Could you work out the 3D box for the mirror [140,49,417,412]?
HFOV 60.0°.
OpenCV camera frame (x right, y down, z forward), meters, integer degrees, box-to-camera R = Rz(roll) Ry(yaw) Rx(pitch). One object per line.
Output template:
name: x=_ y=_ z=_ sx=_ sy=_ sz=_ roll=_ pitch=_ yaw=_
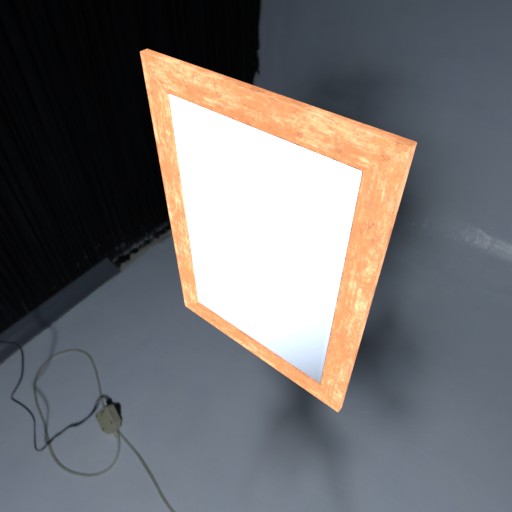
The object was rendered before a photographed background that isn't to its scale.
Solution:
mirror: x=0.000 y=0.000 z=1.425 sx=0.796 sy=1.099 sz=0.028 roll=30 pitch=52 yaw=27
